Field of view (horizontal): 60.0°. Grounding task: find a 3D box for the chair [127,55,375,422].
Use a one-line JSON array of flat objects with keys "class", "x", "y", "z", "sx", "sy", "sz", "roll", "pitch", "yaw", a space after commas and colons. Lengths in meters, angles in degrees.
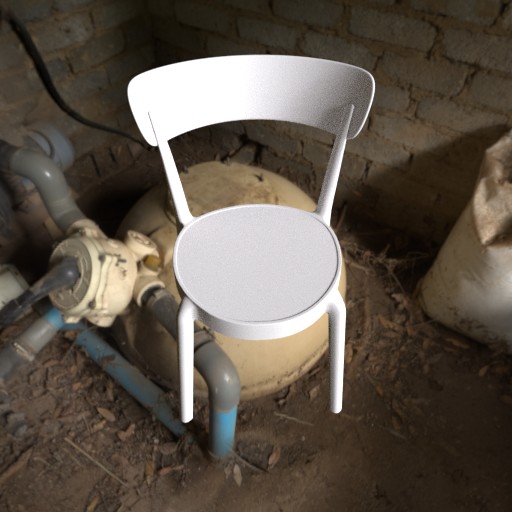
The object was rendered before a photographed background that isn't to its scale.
[{"class": "chair", "x": 0.000, "y": 0.000, "z": 1.100, "sx": 0.506, "sy": 0.790, "sz": 0.491, "roll": -3, "pitch": 47, "yaw": -2}]
